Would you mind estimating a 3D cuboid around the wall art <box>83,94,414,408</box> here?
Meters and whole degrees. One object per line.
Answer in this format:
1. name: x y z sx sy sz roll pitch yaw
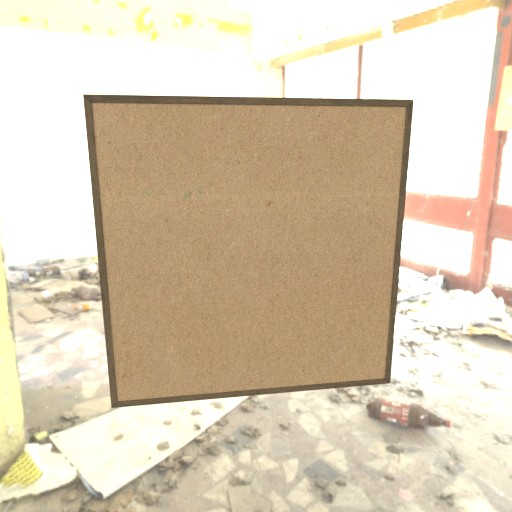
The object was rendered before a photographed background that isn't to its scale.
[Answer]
1. wall art: 0.000 0.000 0.754 0.508 0.508 0.038 -2 14 -9
